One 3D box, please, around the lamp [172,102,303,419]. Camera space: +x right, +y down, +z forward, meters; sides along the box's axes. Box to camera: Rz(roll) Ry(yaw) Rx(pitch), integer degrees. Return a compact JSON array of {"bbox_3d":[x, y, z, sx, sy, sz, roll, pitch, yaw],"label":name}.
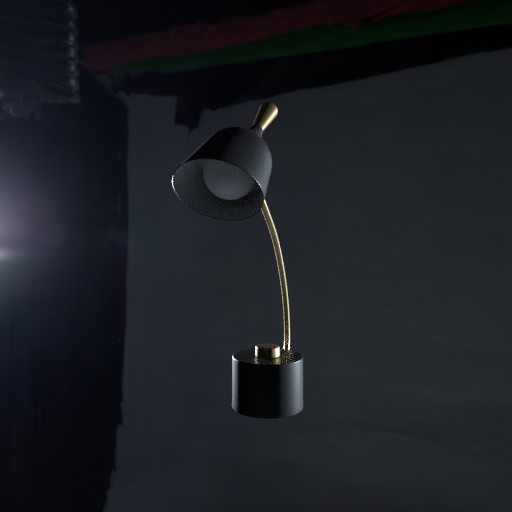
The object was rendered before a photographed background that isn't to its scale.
[{"bbox_3d":[0.000,0.000,0.627,0.110,0.464,0.352,0,1,19],"label":"lamp"}]
